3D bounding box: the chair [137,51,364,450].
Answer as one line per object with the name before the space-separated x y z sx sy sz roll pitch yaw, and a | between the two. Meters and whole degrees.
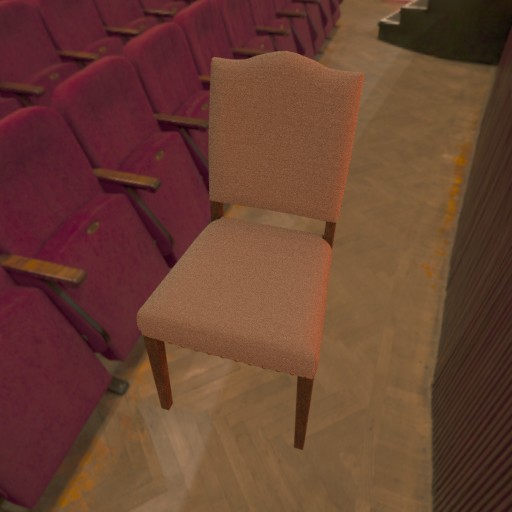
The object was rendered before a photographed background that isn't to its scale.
chair | 0.000 0.000 1.346 0.508 1.020 0.620 11 43 13
